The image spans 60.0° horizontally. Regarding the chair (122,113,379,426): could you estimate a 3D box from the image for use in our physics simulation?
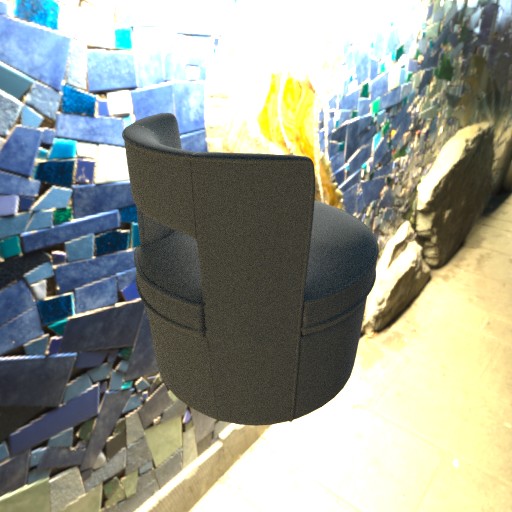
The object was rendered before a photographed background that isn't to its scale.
[{"bbox_3d":[0.000,0.000,1.239,0.665,0.723,0.650,-19,33,-31],"label":"chair"}]
